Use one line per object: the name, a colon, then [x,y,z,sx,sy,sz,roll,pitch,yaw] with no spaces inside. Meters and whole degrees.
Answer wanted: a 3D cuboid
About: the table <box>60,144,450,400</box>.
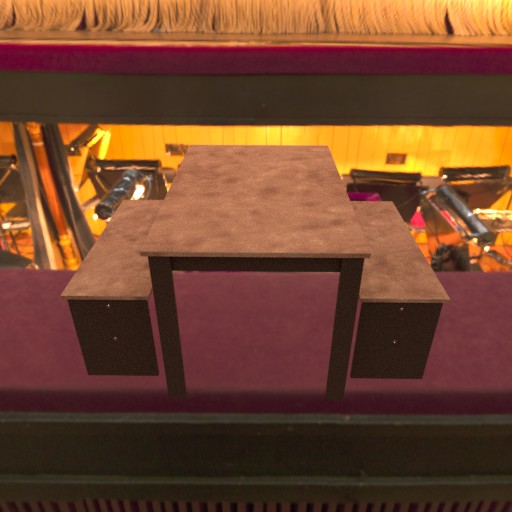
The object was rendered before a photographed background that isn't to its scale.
table: [0.000,0.000,2.051,1.443,0.700,1.100,0,31,1]
